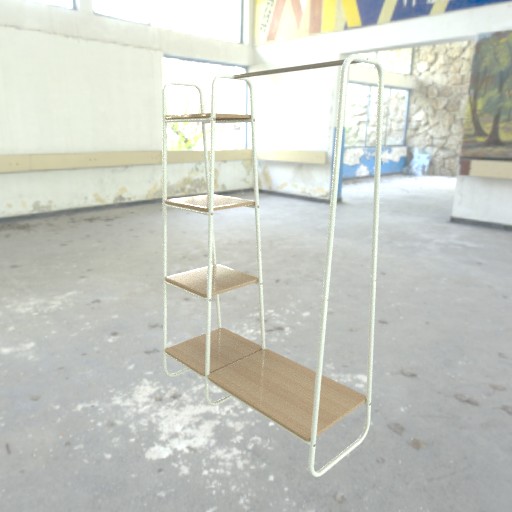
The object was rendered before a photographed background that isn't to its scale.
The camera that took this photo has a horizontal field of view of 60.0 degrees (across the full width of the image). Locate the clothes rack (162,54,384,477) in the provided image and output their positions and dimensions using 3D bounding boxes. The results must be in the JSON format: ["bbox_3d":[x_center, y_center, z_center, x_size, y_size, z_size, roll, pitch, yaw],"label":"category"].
[{"bbox_3d":[0.000,0.000,1.935,0.400,1.500,1.011,-14,21,-42],"label":"clothes rack"}]
